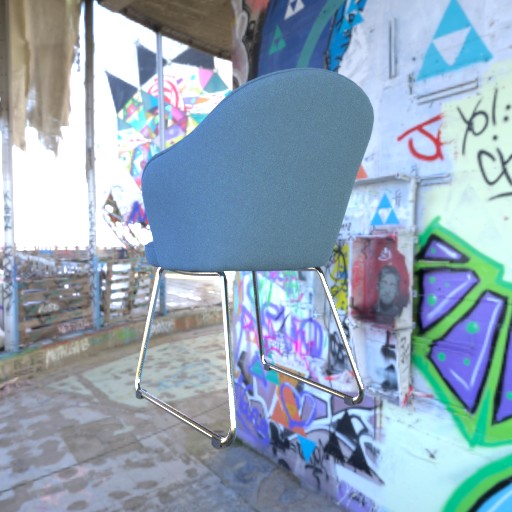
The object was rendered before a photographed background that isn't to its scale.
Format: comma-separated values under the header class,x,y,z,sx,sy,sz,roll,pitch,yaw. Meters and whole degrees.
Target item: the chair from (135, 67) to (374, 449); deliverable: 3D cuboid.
class,x,y,z,sx,sy,sz,roll,pitch,yaw
chair,0.000,0.000,1.204,0.570,0.815,0.585,-1,2,-36
